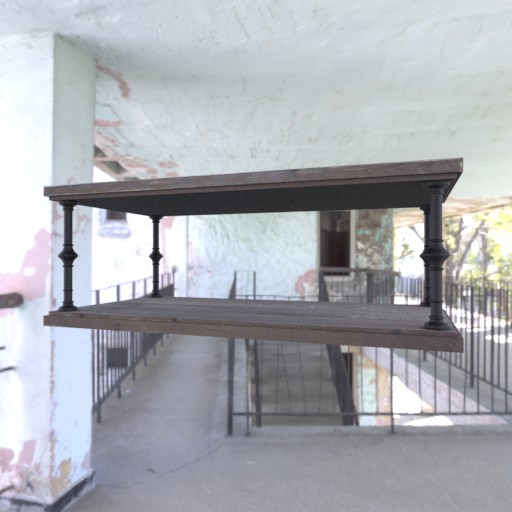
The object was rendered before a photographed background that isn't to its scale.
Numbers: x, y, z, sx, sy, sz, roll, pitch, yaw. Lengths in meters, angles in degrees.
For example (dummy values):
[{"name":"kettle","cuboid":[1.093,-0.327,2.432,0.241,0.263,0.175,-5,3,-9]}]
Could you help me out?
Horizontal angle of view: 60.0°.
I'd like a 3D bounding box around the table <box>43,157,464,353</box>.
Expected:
[{"name":"table","cuboid":[0.000,0.000,1.343,1.088,0.399,0.554,0,0,19]}]
